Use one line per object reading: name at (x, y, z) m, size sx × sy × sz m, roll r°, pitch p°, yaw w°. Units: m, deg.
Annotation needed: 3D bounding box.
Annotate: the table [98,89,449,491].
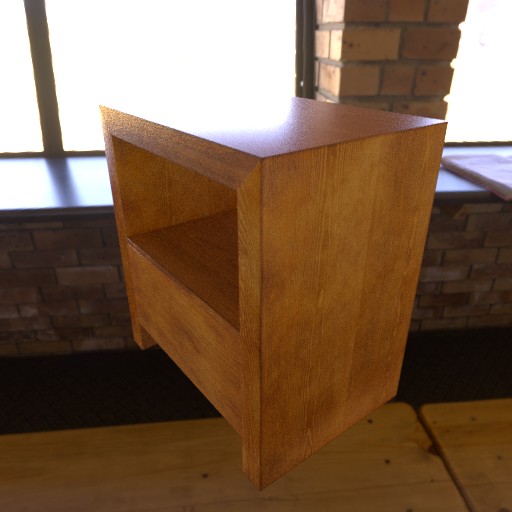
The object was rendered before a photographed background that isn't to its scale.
table at (0.000, 0.000, 0.962) m, size 0.400 × 0.605 × 0.550 m, roll -19°, pitch 33°, yaw -33°
